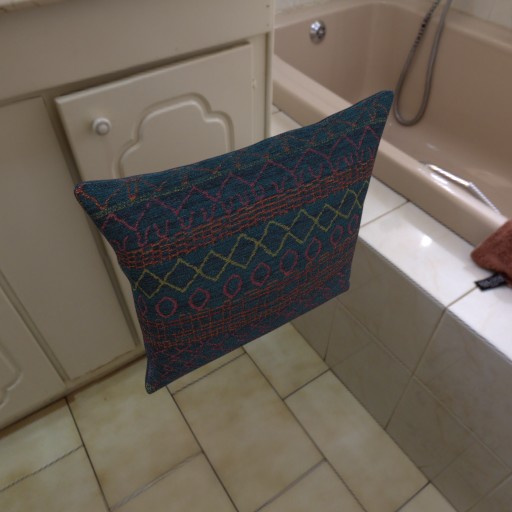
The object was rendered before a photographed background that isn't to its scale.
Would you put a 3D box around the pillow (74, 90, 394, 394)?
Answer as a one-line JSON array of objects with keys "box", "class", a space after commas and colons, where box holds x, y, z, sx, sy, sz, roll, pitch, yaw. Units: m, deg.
[{"box": [0.000, 0.000, 0.668, 0.431, 0.431, 0.141, -24, 51, -21], "class": "pillow"}]
